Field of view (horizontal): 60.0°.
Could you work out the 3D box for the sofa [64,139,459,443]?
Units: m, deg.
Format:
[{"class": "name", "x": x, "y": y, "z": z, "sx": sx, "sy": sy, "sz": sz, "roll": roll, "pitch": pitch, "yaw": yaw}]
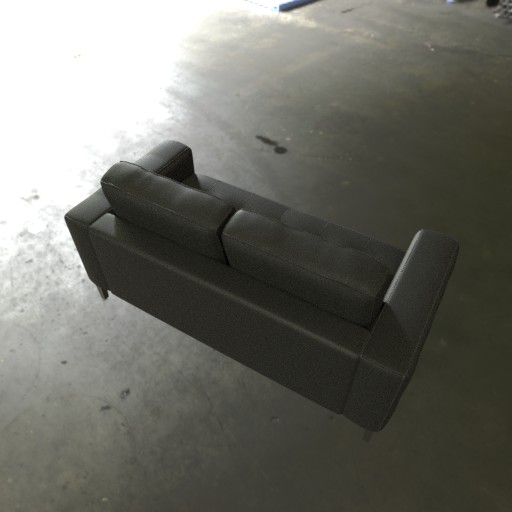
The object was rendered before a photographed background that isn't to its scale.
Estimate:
[{"class": "sofa", "x": 0.000, "y": 0.000, "z": 2.207, "sx": 1.726, "sy": 0.893, "sz": 0.833, "roll": 23, "pitch": 51, "yaw": 21}]
